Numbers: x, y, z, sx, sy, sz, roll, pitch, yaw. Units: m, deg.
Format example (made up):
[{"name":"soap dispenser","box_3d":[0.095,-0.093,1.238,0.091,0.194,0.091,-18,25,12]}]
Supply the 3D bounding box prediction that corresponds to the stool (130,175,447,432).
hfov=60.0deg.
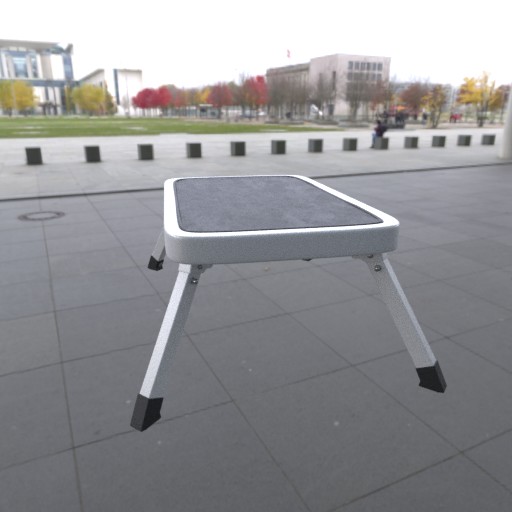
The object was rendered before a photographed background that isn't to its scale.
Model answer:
[{"name":"stool","box_3d":[0.000,0.000,0.613,0.320,0.170,0.460,-3,18,-11]}]
